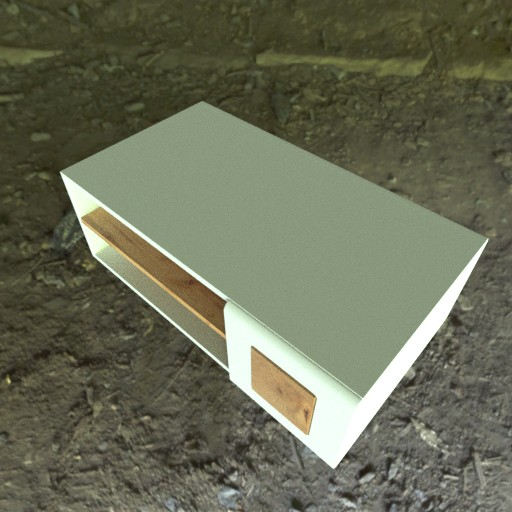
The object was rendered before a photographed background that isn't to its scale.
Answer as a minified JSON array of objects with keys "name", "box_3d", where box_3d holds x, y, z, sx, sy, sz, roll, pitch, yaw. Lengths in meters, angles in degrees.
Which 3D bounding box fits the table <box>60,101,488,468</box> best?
[{"name":"table","box_3d":[0.000,0.000,1.422,1.097,0.442,0.639,33,55,27]}]
